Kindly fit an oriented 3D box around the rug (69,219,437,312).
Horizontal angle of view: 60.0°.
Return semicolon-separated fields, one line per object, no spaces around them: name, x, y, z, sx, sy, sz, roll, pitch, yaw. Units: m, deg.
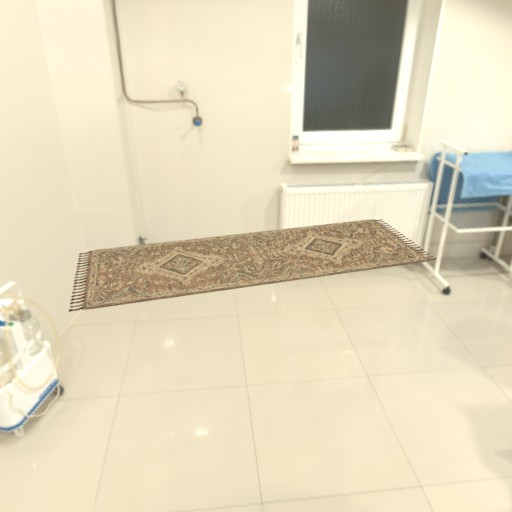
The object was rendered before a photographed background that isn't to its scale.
rug;0.000;0.000;2.946;2.378;0.018;1.324;0;27;0
